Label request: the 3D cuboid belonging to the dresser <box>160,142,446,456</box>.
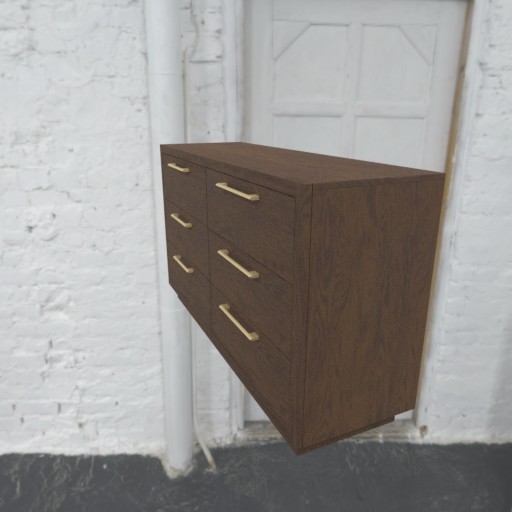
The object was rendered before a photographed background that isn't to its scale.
[{"bbox_3d":[0.000,0.000,1.982,0.512,0.889,1.523,-8,20,-24],"label":"dresser"}]
